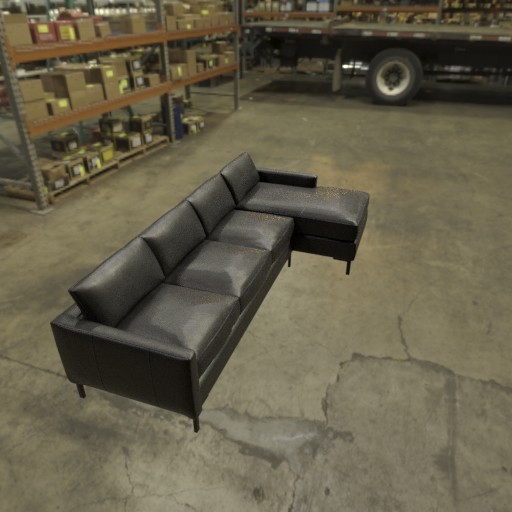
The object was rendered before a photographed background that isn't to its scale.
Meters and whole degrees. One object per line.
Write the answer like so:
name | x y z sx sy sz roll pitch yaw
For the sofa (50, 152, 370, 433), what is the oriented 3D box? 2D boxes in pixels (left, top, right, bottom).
sofa | 0.000 0.000 3.642 1.471 0.859 2.993 10 32 17
